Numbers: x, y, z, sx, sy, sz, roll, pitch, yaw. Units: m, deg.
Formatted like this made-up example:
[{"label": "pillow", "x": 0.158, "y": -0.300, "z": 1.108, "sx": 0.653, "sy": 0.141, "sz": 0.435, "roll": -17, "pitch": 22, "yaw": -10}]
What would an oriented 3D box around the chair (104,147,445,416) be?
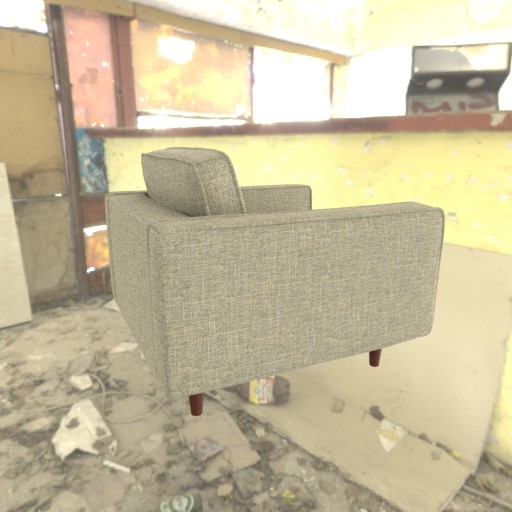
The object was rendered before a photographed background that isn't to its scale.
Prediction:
[{"label": "chair", "x": 0.000, "y": 0.000, "z": 1.598, "sx": 0.914, "sy": 0.765, "sz": 0.889, "roll": -7, "pitch": 16, "yaw": -25}]
